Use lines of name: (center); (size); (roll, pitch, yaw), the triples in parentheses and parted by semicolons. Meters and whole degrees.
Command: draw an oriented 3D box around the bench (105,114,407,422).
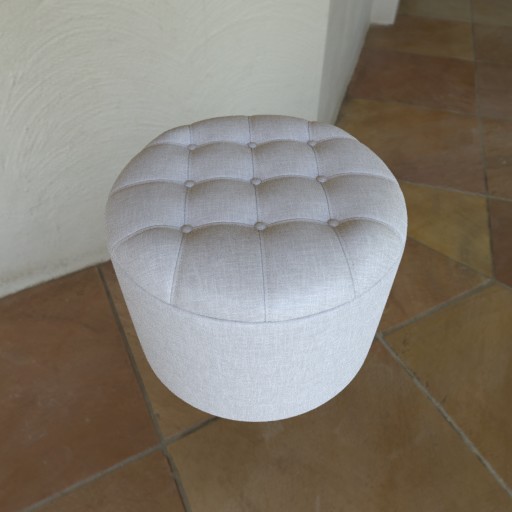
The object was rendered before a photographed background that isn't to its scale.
bench: (0.000, 0.000, 1.008); (0.600, 0.453, 0.600); (0, 46, 0)
